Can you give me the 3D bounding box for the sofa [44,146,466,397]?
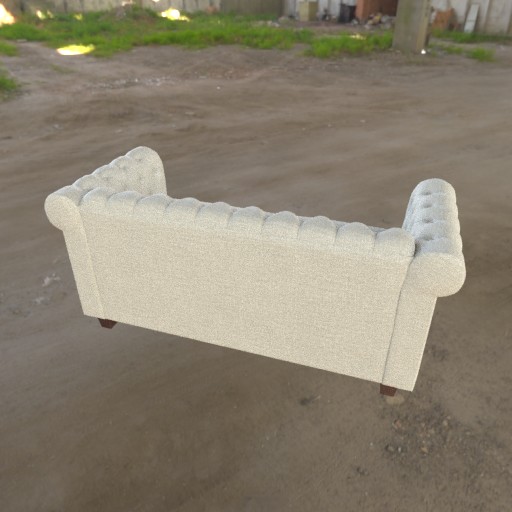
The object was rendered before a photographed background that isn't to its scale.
[{"bbox_3d":[0.000,0.000,2.255,1.798,0.797,0.783,10,32,16],"label":"sofa"}]
